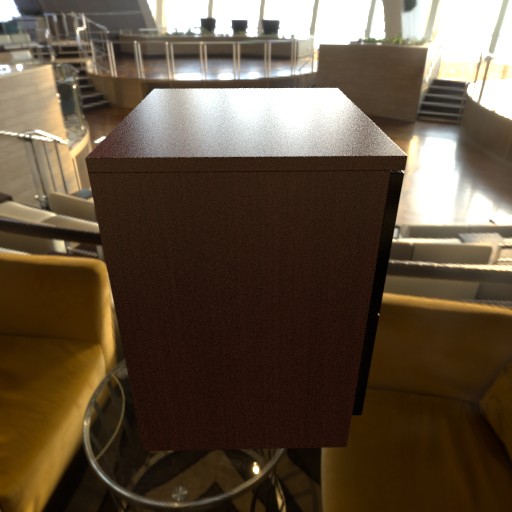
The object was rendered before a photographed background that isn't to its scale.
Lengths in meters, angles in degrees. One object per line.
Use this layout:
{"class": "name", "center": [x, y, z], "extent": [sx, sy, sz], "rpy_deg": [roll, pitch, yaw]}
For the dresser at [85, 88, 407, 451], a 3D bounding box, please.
{"class": "dresser", "center": [0.000, 0.000, 0.749], "extent": [0.360, 0.470, 0.400], "rpy_deg": [-1, 30, -1]}
